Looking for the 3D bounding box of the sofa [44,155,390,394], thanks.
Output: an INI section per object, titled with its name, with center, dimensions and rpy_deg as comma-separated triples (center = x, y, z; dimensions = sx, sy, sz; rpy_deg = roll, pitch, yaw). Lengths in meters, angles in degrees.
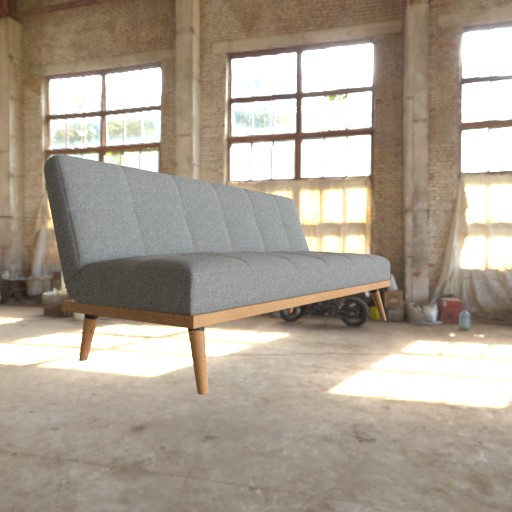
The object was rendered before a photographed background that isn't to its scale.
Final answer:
[sofa]
center = 0.000, 0.000, 2.233
dimensions = 0.800, 0.800, 1.820
rpy_deg = 1, 1, 34
